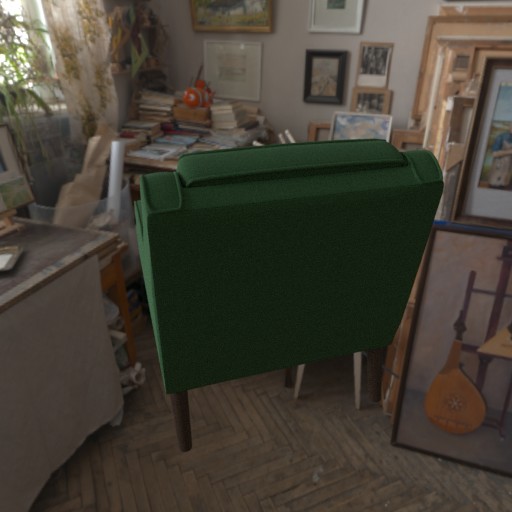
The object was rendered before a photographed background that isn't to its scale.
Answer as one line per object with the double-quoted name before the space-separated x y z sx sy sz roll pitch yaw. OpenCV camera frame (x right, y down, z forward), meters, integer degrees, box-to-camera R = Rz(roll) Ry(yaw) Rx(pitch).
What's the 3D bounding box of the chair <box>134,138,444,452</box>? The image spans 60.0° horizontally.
"chair" 0.000 0.000 1.341 0.663 0.792 0.743 -8 28 -16
